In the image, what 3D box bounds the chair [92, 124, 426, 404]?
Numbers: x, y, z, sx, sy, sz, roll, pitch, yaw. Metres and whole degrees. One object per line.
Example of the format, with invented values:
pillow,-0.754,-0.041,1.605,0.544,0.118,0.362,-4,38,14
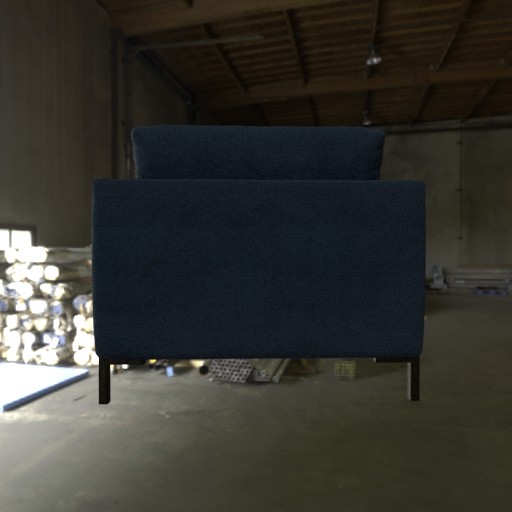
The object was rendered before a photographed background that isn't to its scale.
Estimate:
chair,0.000,0.000,1.660,0.964,0.812,0.875,0,1,-2
